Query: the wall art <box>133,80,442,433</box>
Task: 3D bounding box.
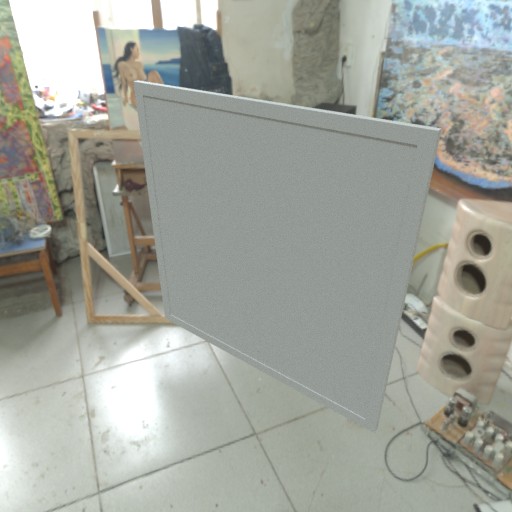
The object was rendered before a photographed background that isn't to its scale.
[{"bbox_3d":[0.000,0.000,0.975,0.660,0.660,0.015,21,37,31],"label":"wall art"}]
